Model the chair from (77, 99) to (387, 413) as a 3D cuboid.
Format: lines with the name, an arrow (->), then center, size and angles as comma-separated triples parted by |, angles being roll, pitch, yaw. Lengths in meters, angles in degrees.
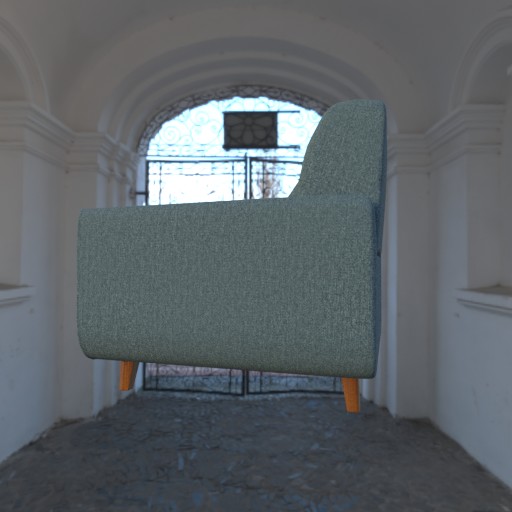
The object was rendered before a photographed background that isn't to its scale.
chair -> 0.000, 0.000, 1.694 | 0.964, 0.940, 0.880 | 0, -1, 17
